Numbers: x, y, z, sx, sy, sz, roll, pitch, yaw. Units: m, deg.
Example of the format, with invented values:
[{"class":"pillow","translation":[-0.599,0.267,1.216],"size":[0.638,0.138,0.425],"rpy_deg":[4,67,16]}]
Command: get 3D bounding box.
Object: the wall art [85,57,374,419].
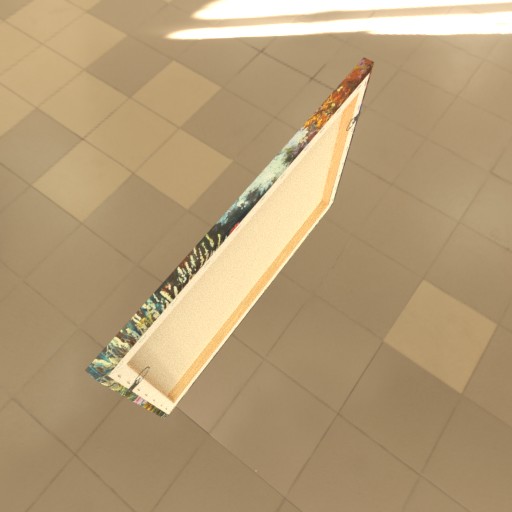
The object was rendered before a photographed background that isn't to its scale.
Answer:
[{"class":"wall art","translation":[0.000,0.000,1.448],"size":[0.042,0.760,1.136],"rpy_deg":[33,69,15]}]
